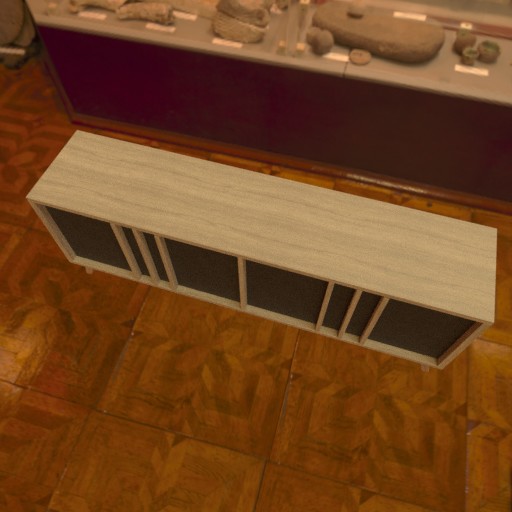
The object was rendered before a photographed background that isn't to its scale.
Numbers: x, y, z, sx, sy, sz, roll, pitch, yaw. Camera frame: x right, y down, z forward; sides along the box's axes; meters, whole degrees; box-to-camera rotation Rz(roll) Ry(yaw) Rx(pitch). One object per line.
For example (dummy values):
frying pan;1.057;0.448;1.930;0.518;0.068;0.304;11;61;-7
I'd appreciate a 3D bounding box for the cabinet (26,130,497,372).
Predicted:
cabinet;0.000;0.000;2.439;2.198;0.779;0.499;15;59;9
